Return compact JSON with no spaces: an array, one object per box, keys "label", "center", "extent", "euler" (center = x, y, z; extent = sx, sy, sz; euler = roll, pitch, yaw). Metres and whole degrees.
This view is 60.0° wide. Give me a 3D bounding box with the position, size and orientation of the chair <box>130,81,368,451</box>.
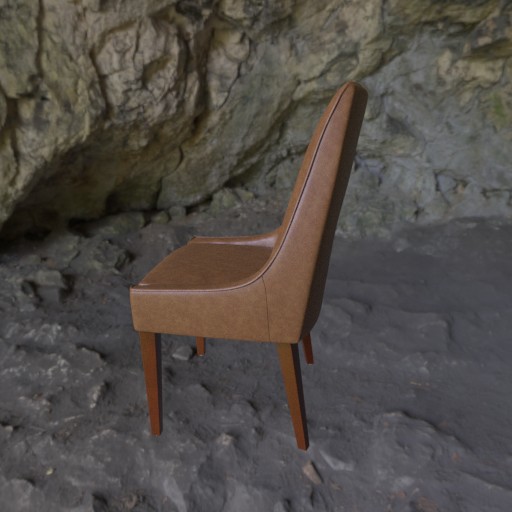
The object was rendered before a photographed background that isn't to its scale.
[{"label":"chair","center":[0.000,0.000,1.217],"extent":[0.544,0.861,0.529],"euler":[2,16,8]}]
